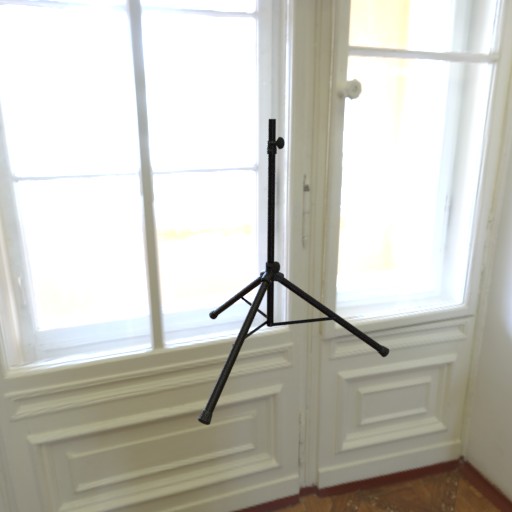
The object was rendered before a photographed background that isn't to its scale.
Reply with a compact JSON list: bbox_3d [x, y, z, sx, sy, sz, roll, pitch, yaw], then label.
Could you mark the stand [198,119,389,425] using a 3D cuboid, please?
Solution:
[{"bbox_3d":[0.000,0.000,1.919,1.045,1.136,0.907,9,19,27],"label":"stand"}]
